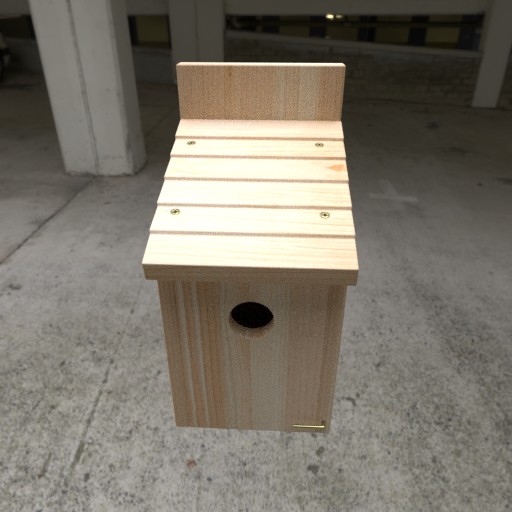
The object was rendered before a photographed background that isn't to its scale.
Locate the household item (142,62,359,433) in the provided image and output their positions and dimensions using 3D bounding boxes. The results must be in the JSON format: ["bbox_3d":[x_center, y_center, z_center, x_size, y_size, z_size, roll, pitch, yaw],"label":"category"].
[{"bbox_3d":[0.000,0.000,0.395,0.149,0.300,0.171,2,30,3],"label":"household item"}]
